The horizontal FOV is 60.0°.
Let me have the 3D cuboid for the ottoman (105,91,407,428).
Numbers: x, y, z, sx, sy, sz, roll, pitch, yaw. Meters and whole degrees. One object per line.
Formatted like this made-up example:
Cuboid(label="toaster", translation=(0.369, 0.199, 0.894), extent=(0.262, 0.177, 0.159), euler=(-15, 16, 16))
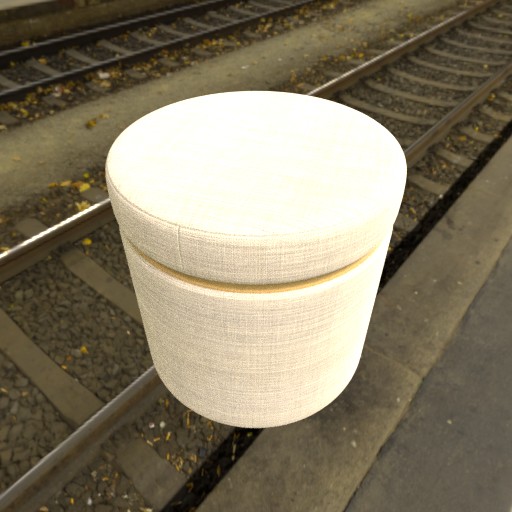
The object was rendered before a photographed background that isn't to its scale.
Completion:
Cuboid(label="ottoman", translation=(0.000, 0.000, 0.725), extent=(0.400, 0.406, 0.400), euler=(0, 41, 0))
